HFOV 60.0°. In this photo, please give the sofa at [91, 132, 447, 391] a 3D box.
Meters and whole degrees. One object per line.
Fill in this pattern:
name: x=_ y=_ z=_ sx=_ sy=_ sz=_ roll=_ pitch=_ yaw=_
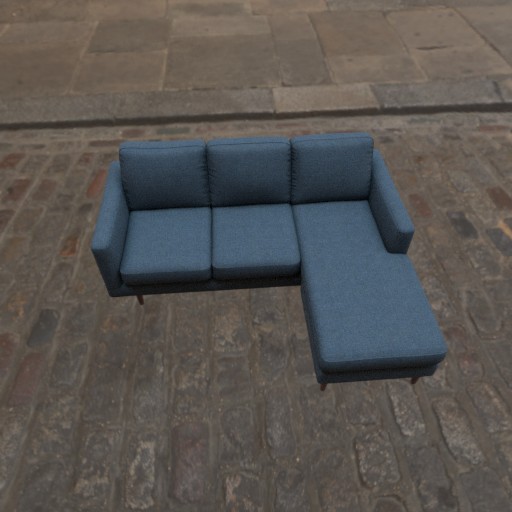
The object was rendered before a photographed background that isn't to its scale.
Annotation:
sofa: x=0.000 y=0.000 z=2.972 sx=2.055 sy=0.957 sz=1.667 roll=-3 pitch=48 yaw=-3
